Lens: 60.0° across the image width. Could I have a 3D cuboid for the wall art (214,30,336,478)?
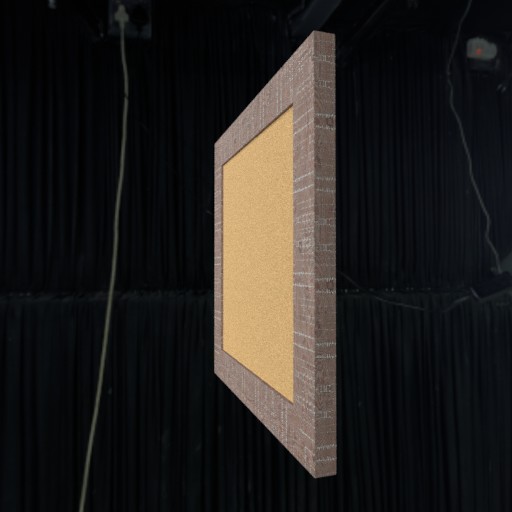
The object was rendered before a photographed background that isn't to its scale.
[{"bbox_3d":[0.000,0.000,0.782,0.029,0.531,0.531,0,-1,-18],"label":"wall art"}]
